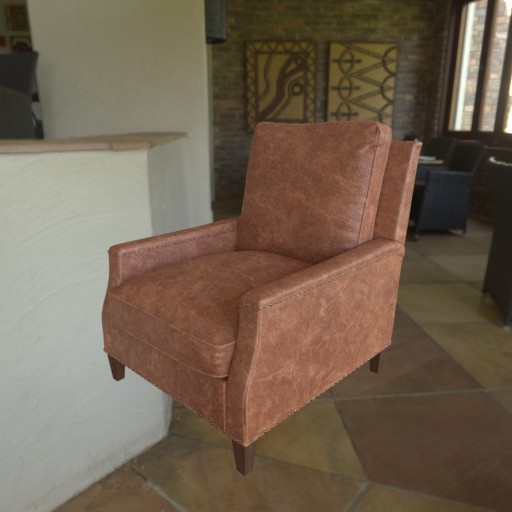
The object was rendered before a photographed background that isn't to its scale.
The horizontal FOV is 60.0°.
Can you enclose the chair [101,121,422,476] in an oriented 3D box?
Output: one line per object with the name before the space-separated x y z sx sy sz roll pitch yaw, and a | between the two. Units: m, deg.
chair | 0.000 0.000 1.803 0.854 1.054 1.035 15 22 42
